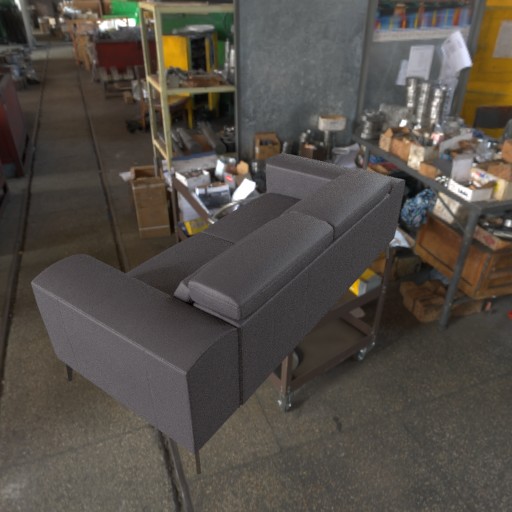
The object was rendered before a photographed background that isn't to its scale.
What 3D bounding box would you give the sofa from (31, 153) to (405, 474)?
[{"bbox_3d":[0.000,0.000,2.790,1.048,0.814,2.330,21,37,30],"label":"sofa"}]
